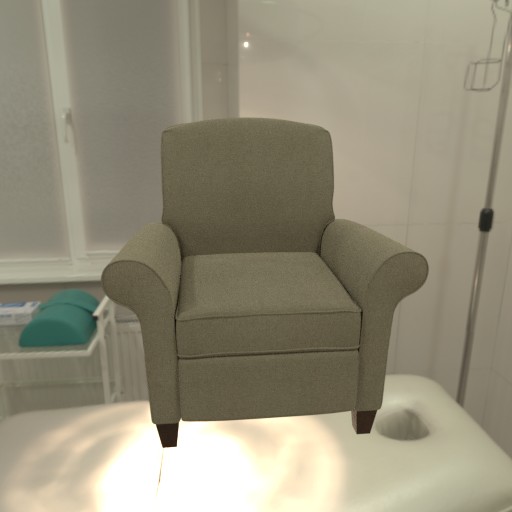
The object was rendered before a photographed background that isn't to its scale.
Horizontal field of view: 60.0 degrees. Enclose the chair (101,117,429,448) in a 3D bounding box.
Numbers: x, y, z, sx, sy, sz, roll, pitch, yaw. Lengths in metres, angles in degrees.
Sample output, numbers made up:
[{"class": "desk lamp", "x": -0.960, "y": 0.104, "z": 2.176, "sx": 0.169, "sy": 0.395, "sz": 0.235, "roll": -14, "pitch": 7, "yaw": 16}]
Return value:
[{"class": "chair", "x": 0.000, "y": 0.000, "z": 1.738, "sx": 0.978, "sy": 1.061, "sz": 0.905, "roll": -2, "pitch": 16, "yaw": -6}]
